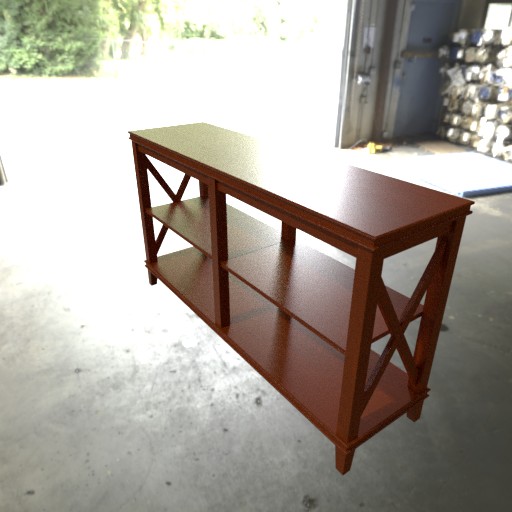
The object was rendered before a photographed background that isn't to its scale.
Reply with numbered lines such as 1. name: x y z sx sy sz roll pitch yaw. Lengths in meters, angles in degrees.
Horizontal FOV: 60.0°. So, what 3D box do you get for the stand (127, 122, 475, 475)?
1. stand: 0.000 0.000 1.692 0.381 0.762 1.372 -18 32 -32
